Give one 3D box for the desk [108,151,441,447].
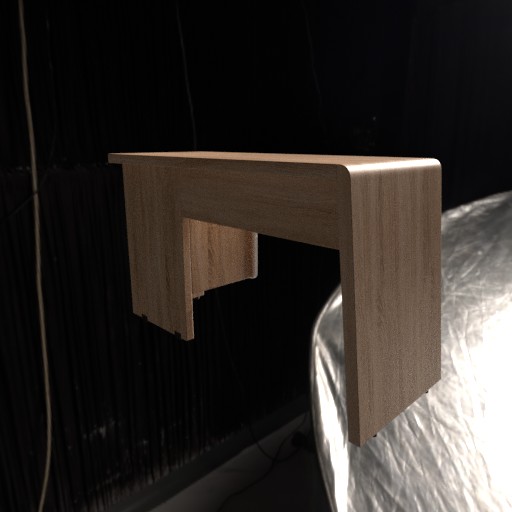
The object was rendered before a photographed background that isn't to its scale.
[{"bbox_3d":[0.000,0.000,1.704,0.500,0.750,1.300,-14,20,-43],"label":"desk"}]
